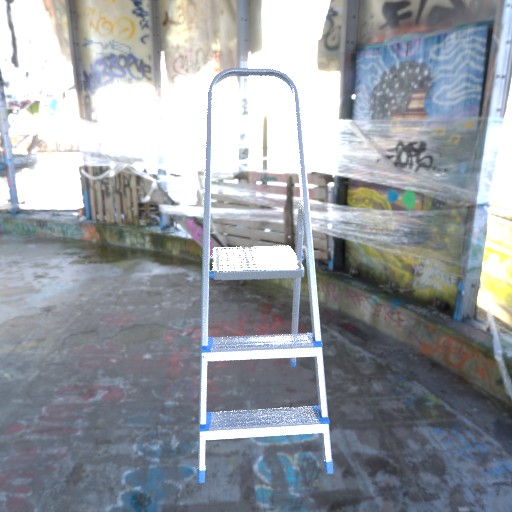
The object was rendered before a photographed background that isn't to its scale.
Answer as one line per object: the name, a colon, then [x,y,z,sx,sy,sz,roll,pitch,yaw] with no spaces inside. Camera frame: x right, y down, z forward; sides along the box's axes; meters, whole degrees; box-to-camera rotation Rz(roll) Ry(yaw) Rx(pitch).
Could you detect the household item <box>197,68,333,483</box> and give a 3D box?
household item: [0.000,0.000,1.511,0.420,1.215,0.687,-2,16,-5]
